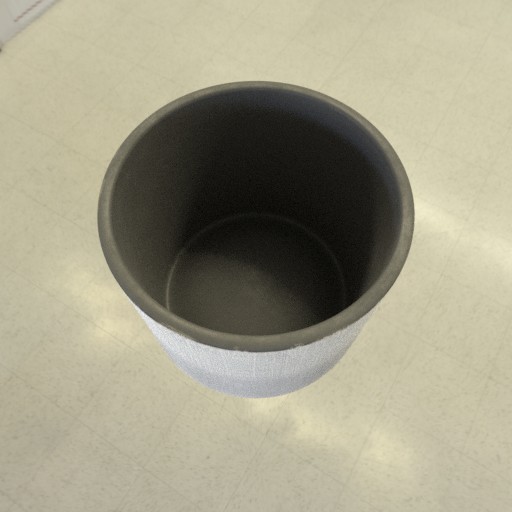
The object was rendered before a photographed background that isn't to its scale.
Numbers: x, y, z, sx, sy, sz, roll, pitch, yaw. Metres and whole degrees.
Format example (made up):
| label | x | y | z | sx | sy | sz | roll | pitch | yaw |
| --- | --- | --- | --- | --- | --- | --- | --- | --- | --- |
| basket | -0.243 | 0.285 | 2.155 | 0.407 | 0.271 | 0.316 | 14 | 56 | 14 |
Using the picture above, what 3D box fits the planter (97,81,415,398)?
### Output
| label | x | y | z | sx | sy | sz | roll | pitch | yaw |
| --- | --- | --- | --- | --- | --- | --- | --- | --- | --- |
| planter | 0.000 | 0.000 | 0.401 | 0.226 | 0.201 | 0.226 | 0 | 64 | 0 |
